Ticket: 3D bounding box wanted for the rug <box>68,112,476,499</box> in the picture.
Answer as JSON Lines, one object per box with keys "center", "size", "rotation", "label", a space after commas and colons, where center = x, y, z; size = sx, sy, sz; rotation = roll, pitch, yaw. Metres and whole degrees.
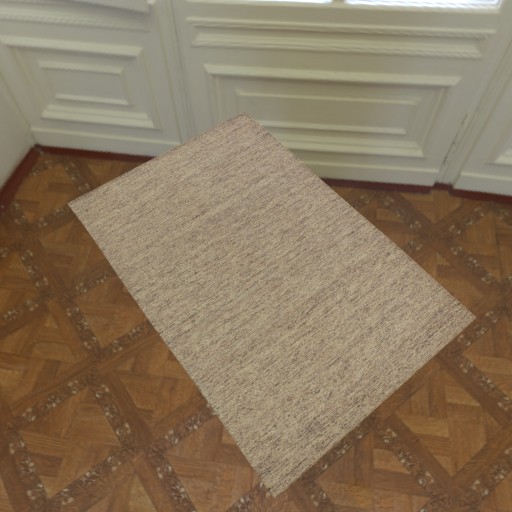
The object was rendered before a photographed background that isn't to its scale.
{"center": [0.000, 0.000, 2.853], "size": [1.547, 0.013, 2.283], "rotation": [-33, 64, -19], "label": "rug"}
